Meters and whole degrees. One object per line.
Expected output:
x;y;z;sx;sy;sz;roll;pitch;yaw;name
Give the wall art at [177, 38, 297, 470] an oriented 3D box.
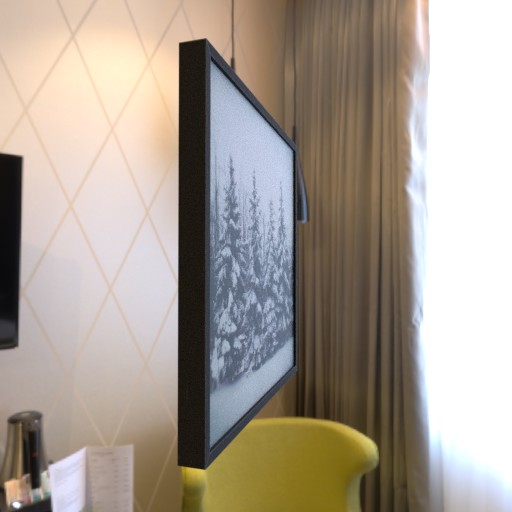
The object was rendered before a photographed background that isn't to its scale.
0.000;0.000;0.765;0.036;0.506;0.506;0;-1;17;wall art
